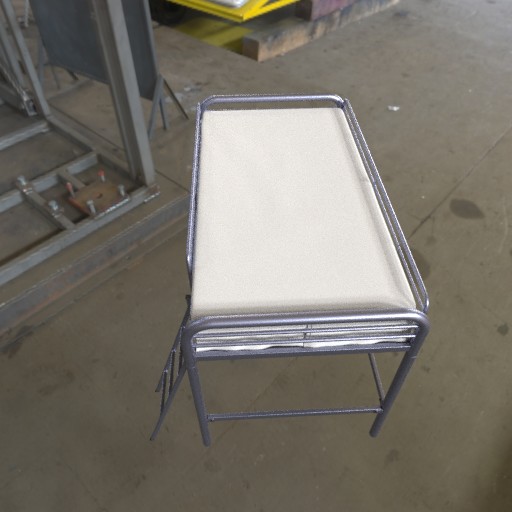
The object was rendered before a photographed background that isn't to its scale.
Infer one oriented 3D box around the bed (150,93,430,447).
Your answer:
[{"bbox_3d":[0.000,0.000,2.936,1.415,1.288,1.965,-2,46,-2],"label":"bed"}]
